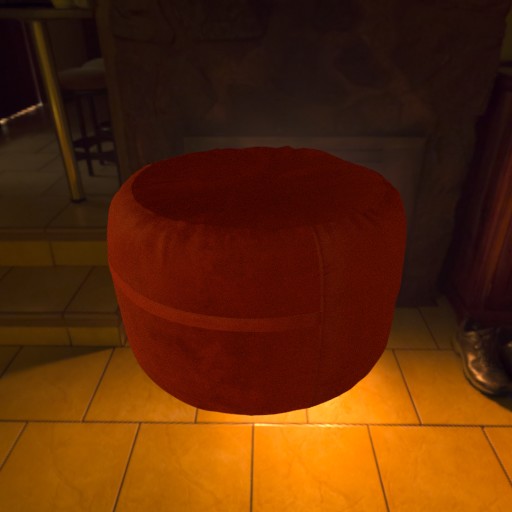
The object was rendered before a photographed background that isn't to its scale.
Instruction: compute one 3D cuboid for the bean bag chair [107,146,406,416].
[{"bbox_3d":[0.000,0.000,1.945,1.219,0.762,1.219,0,29,0],"label":"bean bag chair"}]
